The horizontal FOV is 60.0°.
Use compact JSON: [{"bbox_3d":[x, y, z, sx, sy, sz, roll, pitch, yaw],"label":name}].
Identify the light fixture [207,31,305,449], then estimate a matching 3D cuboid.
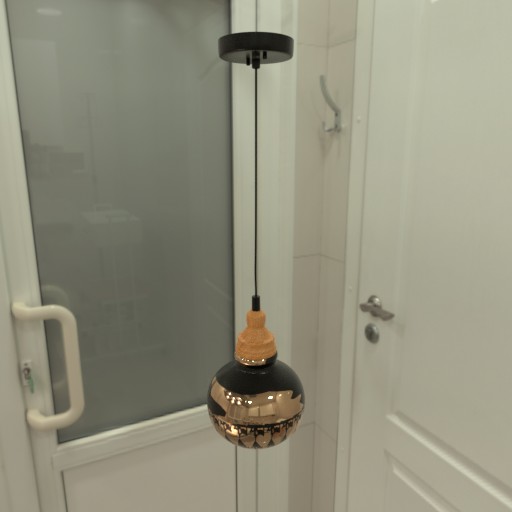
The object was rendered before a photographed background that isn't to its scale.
[{"bbox_3d":[0.000,0.000,1.801,0.430,1.606,0.430,-7,15,-26],"label":"light fixture"}]
